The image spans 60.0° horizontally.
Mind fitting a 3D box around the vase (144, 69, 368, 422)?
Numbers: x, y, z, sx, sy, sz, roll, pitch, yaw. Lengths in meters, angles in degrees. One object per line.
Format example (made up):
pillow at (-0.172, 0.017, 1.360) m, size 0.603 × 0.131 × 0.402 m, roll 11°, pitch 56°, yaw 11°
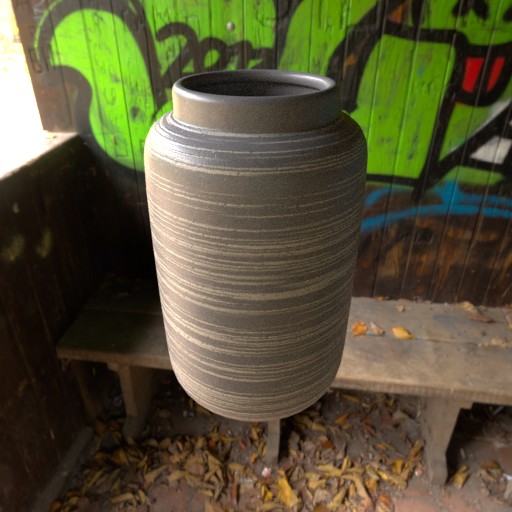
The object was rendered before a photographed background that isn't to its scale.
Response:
vase at (0.000, 0.000, 0.670) m, size 0.297 × 0.499 × 0.297 m, roll 0°, pitch 31°, yaw 0°
